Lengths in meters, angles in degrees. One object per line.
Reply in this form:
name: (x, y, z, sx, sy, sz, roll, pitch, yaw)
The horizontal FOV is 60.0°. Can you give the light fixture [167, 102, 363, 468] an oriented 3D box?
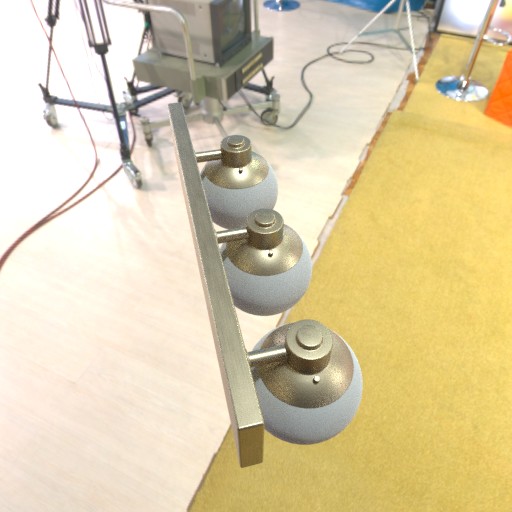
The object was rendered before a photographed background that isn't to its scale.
light fixture: (0.000, 0.000, 0.832, 0.218, 0.263, 0.721, -10, 49, -9)
